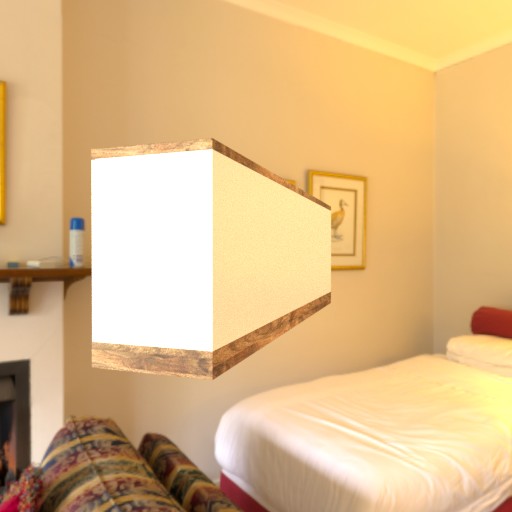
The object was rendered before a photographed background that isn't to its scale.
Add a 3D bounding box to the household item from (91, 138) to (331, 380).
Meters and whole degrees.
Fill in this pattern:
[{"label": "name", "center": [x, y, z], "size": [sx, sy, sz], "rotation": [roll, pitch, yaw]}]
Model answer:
[{"label": "household item", "center": [0.000, 0.000, 2.039], "size": [0.390, 0.615, 1.800], "rotation": [0, 1, 19]}]
